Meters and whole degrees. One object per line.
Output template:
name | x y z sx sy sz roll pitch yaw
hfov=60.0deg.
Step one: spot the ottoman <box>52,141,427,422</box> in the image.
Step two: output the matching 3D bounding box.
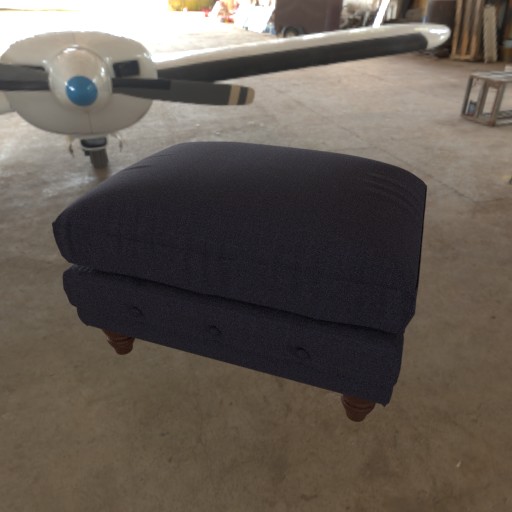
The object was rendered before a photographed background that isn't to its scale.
ottoman | 0.000 0.000 1.132 0.767 0.486 0.558 11 33 17
